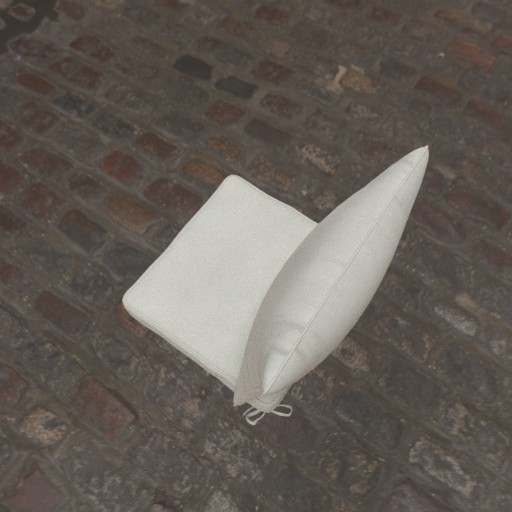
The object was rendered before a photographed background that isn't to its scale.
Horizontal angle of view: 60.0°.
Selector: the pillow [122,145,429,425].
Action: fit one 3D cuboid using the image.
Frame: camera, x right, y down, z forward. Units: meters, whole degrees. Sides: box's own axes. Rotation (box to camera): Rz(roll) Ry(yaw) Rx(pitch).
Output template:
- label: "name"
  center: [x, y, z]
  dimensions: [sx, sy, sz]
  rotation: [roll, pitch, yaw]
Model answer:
- label: "pillow"
  center: [0.000, 0.000, 1.401]
  dimensions: [0.733, 0.716, 0.798]
  rotation: [32, 69, 14]
